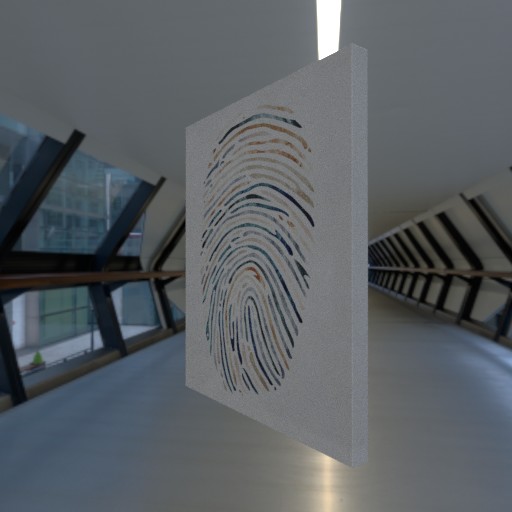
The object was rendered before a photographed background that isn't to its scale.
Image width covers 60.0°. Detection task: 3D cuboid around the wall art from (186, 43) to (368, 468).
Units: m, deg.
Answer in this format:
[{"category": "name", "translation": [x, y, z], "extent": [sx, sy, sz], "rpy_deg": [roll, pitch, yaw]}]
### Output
[{"category": "wall art", "translation": [0.000, 0.000, 0.846], "extent": [0.037, 0.606, 0.508], "rpy_deg": [0, 0, -37]}]
